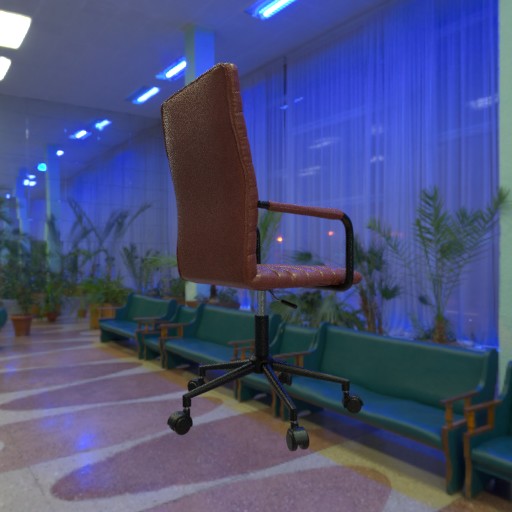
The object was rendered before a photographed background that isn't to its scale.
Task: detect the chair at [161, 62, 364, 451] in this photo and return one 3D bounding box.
[{"bbox_3d":[0.000,0.000,1.378,0.580,0.979,0.608,0,1,-35],"label":"chair"}]
